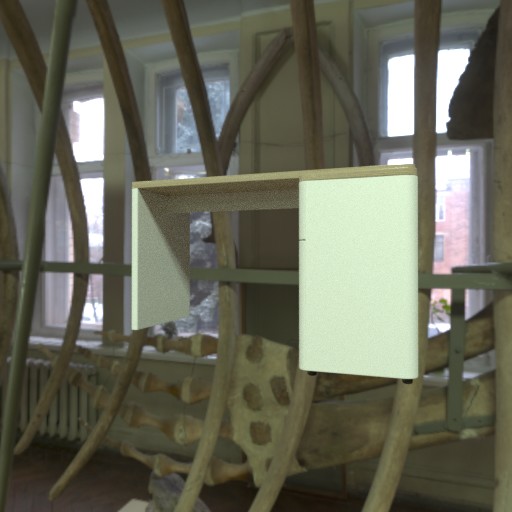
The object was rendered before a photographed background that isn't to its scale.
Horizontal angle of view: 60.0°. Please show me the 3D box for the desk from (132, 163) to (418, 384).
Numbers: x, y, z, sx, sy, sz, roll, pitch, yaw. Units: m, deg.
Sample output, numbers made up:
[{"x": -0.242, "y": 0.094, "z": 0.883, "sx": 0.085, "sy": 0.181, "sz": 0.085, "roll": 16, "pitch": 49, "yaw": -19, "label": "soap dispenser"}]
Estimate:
[{"x": 0.000, "y": 0.000, "z": 2.063, "sx": 1.400, "sy": 0.770, "sz": 1.175, "roll": 0, "pitch": 0, "yaw": 19, "label": "desk"}]
